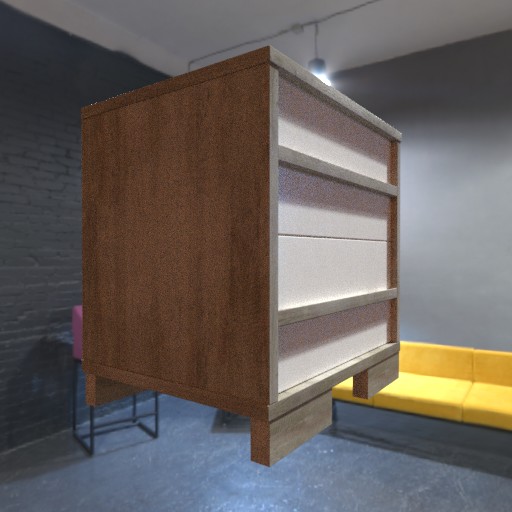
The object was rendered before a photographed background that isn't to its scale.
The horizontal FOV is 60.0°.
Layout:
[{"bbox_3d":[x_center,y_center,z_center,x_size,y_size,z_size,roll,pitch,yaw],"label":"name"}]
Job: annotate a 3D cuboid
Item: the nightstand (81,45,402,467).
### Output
[{"bbox_3d":[0.000,0.000,0.741,0.347,0.448,0.427,0,1,36],"label":"nightstand"}]
